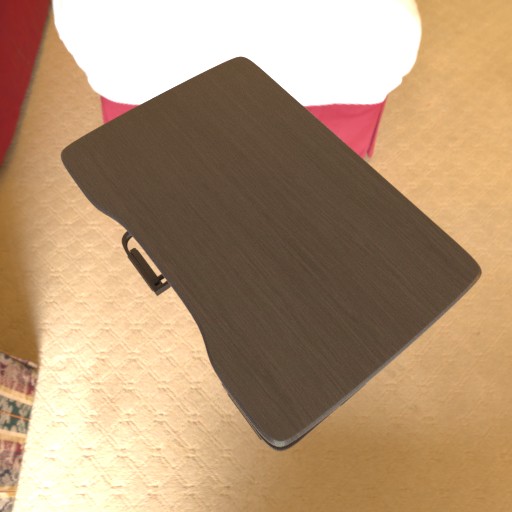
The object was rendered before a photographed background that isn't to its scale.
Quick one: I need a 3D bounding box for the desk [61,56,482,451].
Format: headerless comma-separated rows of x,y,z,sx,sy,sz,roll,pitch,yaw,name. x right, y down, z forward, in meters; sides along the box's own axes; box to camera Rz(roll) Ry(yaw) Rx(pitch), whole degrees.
0.000,0.000,1.150,0.546,0.470,0.820,-35,68,-16,desk
